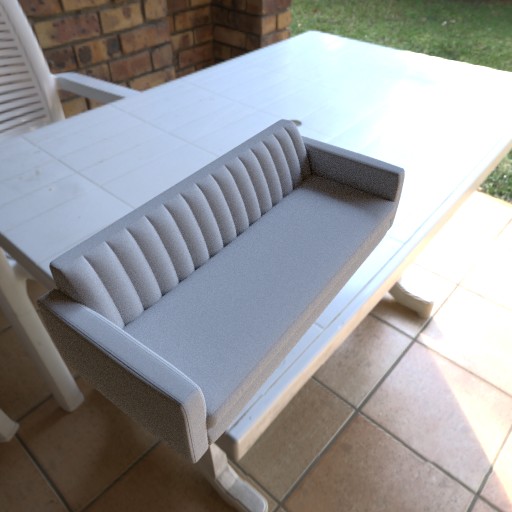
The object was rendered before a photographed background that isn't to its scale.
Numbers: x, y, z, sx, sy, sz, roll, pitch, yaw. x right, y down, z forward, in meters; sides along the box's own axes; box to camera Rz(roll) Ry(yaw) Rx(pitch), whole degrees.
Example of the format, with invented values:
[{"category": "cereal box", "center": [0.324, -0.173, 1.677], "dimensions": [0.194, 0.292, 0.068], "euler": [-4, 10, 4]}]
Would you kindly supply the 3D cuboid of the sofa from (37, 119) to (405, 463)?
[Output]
[{"category": "sofa", "center": [0.000, 0.000, 2.720], "dimensions": [0.990, 0.821, 2.291], "euler": [26, 47, 26]}]
